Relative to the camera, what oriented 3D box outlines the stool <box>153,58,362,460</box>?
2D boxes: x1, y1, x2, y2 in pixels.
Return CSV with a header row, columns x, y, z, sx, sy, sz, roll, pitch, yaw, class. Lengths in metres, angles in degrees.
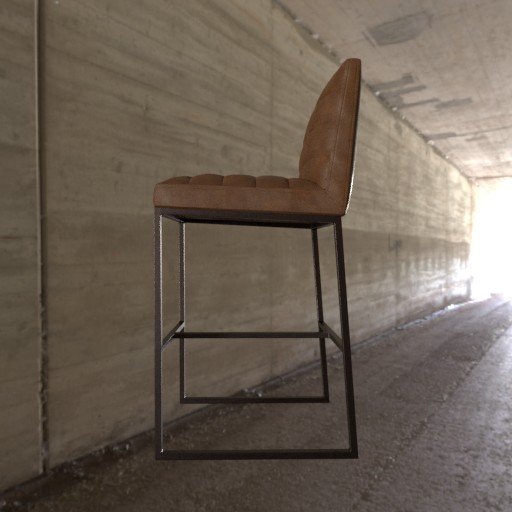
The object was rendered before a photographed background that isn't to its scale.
x,y,z,sx,sy,sz,roll,pitch,yaw,class
0.000,0.000,1.376,0.562,1.065,0.463,0,1,-1,stool
